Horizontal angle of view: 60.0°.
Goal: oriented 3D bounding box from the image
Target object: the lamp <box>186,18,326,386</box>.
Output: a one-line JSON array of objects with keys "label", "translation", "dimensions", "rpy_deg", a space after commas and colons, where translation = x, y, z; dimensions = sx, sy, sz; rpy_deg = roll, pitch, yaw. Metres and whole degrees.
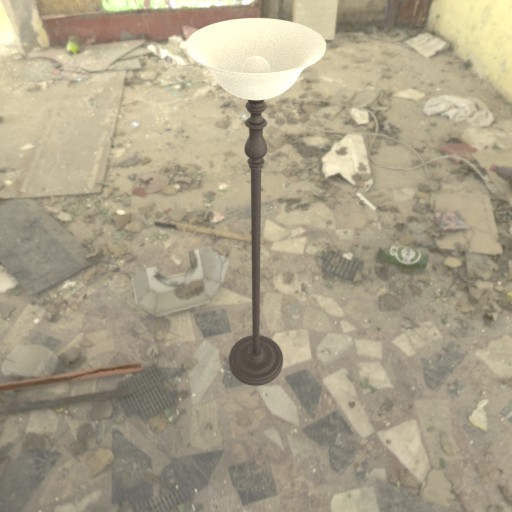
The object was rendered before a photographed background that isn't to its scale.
[{"label": "lamp", "translation": [0.000, 0.000, 1.937], "dimensions": [0.405, 1.797, 0.405], "rpy_deg": [9, 47, 8]}]
